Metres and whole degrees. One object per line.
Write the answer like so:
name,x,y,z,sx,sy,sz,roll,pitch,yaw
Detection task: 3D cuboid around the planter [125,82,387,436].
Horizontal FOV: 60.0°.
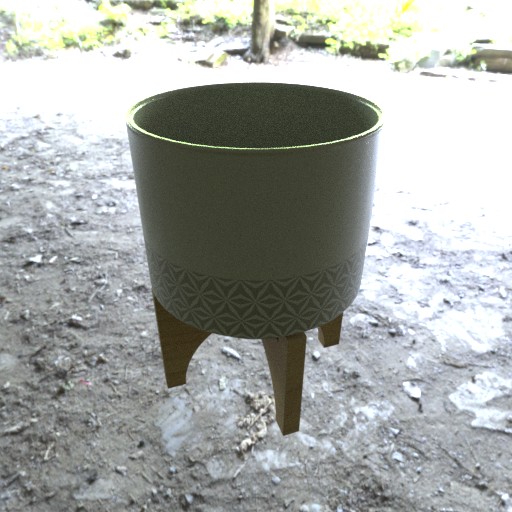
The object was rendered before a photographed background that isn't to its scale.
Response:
planter,0.000,0.000,0.397,0.188,0.260,0.188,0,32,0
